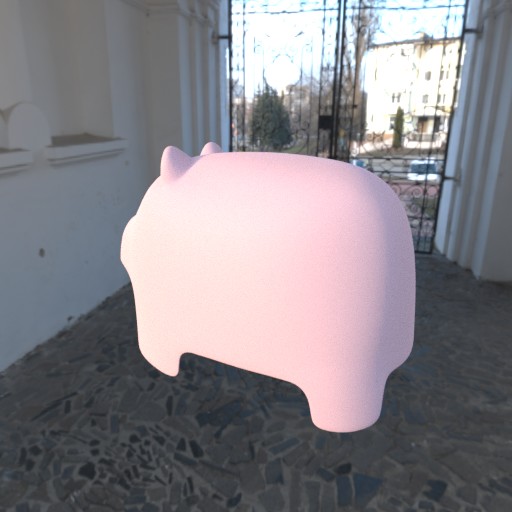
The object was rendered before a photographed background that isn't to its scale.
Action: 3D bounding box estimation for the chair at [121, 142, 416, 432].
[{"bbox_3d":[0.000,0.000,0.879,0.619,0.423,0.364,9,20,26],"label":"chair"}]
